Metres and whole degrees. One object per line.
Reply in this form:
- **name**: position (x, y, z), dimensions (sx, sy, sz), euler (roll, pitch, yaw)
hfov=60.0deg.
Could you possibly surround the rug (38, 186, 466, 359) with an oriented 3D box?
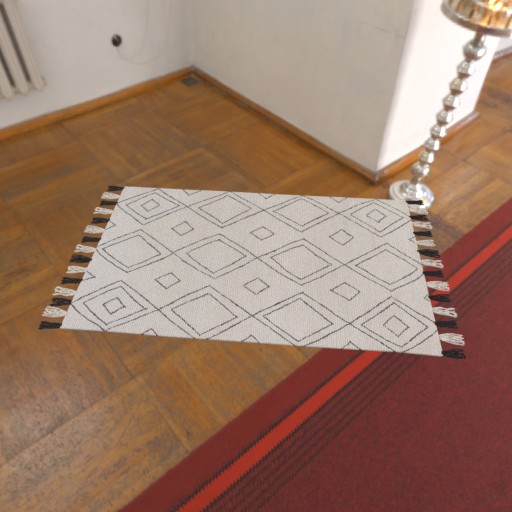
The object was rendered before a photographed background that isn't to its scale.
- **rug**: position (0.000, 0.000, 3.313), dimensions (2.755, 0.021, 1.524), euler (3, 47, 3)
